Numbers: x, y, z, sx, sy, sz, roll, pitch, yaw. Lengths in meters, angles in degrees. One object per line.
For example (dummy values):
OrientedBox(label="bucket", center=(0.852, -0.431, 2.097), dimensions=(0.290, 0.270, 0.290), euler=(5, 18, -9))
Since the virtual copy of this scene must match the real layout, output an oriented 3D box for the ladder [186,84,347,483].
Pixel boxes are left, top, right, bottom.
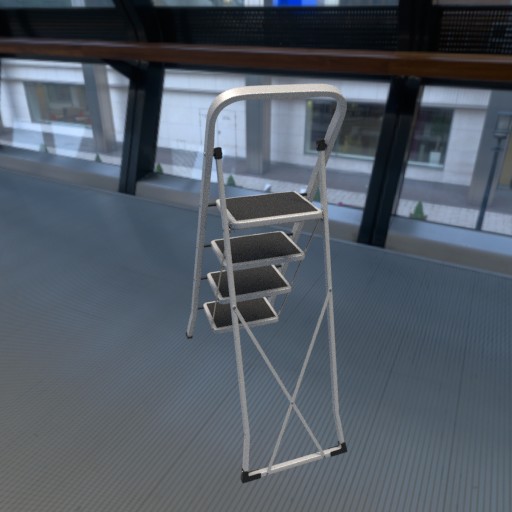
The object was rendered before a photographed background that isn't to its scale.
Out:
OrientedBox(label="ladder", center=(0.000, 0.000, 1.691), dimensions=(0.460, 1.265, 0.914), euler=(-9, 28, -17))
